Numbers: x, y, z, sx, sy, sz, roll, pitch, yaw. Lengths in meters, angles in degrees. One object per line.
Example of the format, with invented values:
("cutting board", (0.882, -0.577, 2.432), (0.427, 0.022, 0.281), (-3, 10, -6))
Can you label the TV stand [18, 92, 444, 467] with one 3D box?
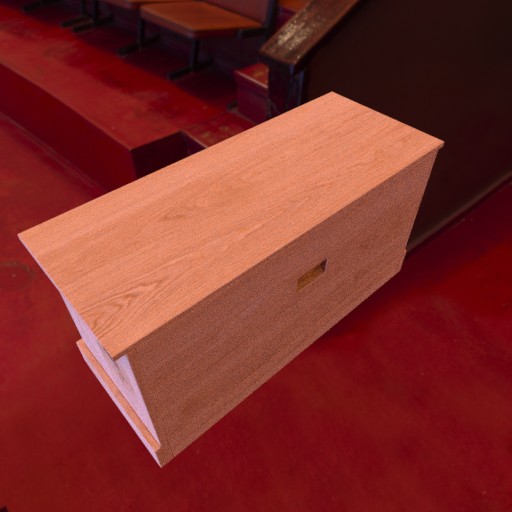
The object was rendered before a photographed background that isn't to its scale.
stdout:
("TV stand", (0.000, 0.000, 1.347), (1.080, 0.550, 0.440), (-33, 54, -28))
